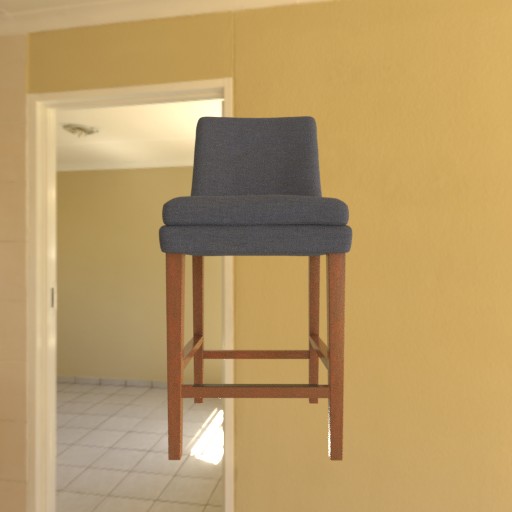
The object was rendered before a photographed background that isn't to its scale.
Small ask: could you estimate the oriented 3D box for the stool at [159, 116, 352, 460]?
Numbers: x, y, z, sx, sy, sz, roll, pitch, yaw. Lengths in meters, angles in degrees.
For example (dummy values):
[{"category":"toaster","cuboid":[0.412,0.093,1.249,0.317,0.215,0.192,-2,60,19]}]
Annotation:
[{"category":"stool","cuboid":[0.000,0.000,1.318,0.470,0.981,0.577,0,0,0]}]
